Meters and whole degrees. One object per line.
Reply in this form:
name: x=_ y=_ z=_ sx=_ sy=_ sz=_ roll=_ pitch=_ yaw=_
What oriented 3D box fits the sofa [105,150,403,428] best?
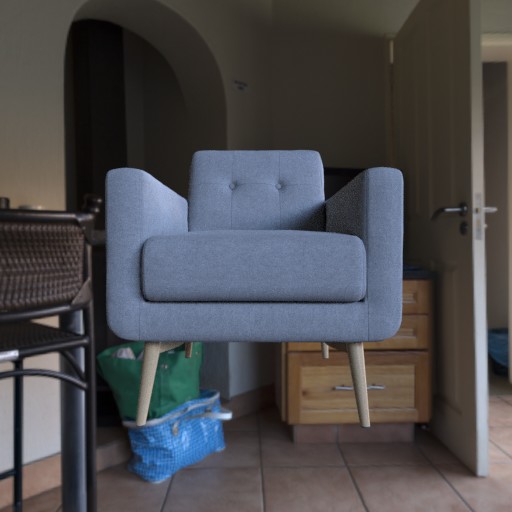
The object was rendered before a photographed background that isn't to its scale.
sofa: x=0.000 y=0.000 z=1.536 sx=0.770 sy=0.860 sz=0.920 roll=0 pitch=1 yaw=1
